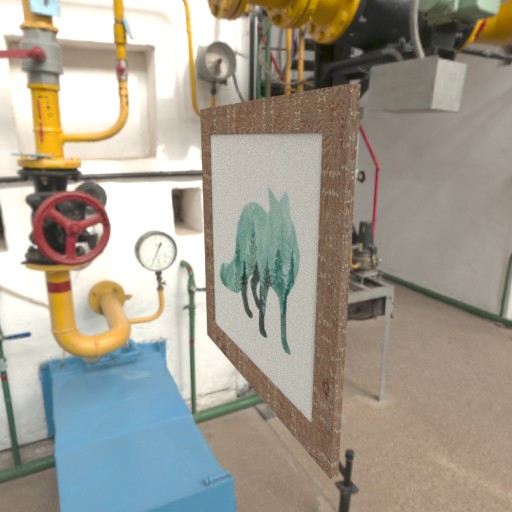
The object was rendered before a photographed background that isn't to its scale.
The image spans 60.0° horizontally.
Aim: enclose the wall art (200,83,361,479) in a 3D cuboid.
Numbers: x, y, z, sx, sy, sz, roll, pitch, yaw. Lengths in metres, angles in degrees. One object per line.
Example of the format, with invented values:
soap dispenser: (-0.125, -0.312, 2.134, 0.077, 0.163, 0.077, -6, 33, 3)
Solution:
wall art: (0.000, 0.000, 0.579, 0.012, 0.384, 0.384, -7, 17, -24)
